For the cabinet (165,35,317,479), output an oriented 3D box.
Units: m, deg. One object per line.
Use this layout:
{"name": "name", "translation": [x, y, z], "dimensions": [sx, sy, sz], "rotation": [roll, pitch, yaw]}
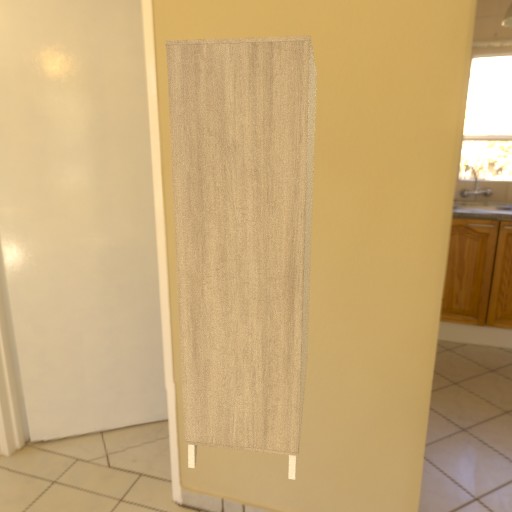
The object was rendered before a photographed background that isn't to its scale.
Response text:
{"name": "cabinet", "translation": [0.000, 0.000, 2.445], "dimensions": [0.571, 1.999, 1.006], "rotation": [2, 15, 9]}
